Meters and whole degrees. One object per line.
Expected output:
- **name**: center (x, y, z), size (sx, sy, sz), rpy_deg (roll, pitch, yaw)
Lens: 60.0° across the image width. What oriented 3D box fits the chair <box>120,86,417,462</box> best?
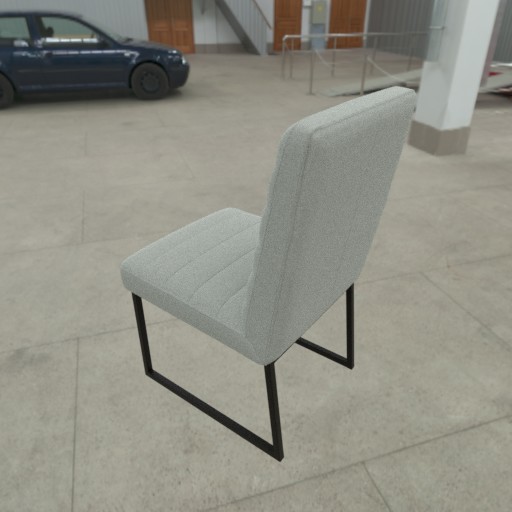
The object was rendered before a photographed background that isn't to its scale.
- **chair**: center (0.000, 0.000, 1.287), size (0.634, 0.930, 0.520), rpy_deg (20, 36, 31)
